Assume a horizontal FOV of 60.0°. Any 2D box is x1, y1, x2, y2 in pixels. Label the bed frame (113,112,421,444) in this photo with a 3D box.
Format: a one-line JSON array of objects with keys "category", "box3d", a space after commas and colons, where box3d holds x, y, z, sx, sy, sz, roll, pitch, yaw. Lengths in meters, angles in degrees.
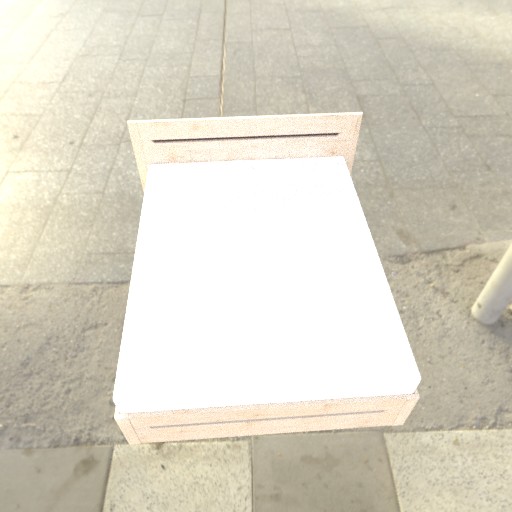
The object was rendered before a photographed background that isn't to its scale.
[{"category": "bed frame", "box3d": [0.000, 0.000, 3.019, 1.800, 0.900, 2.080, -3, 48, -3]}]
